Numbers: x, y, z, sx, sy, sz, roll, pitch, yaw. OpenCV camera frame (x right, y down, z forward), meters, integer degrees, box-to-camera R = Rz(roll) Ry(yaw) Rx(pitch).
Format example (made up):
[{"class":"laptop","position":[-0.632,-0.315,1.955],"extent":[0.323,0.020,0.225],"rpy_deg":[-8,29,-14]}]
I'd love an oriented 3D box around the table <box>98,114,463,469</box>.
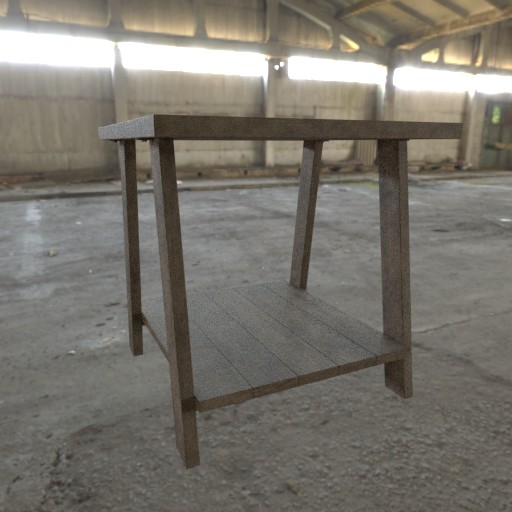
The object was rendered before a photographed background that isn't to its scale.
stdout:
[{"class":"table","position":[0.000,0.000,1.081],"extent":[0.610,0.610,0.610],"rpy_deg":[-7,16,-25]}]
